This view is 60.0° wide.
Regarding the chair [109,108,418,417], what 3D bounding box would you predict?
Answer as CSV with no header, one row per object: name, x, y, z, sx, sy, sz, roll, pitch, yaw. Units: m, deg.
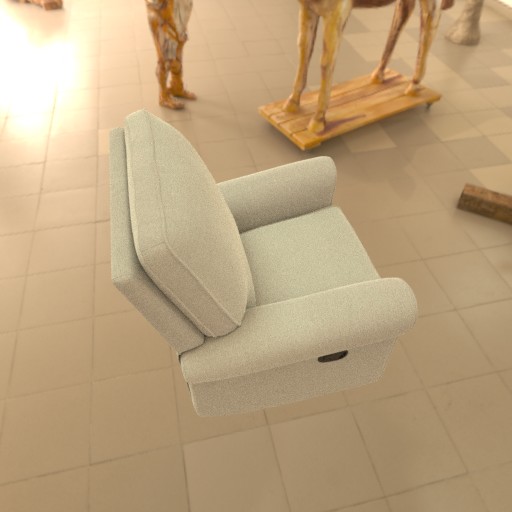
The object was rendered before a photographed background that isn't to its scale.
chair,0.000,0.000,1.641,0.878,0.960,0.890,-10,47,-9
